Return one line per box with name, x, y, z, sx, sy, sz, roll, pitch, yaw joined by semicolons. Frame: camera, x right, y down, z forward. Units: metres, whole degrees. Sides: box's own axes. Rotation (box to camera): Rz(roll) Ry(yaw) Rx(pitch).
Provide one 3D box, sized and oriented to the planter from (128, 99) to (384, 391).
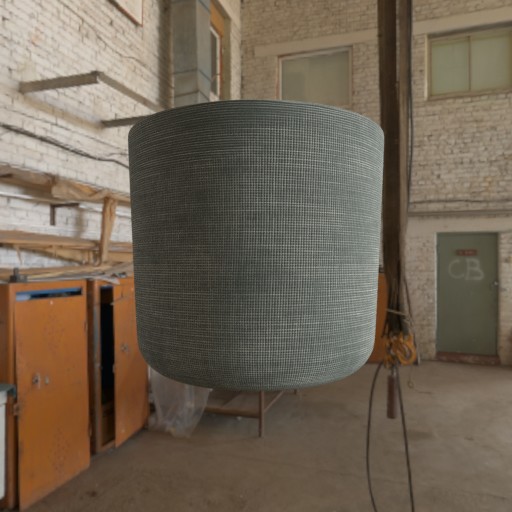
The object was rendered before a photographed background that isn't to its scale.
planter;0.000;0.000;0.789;0.440;0.398;0.440;0;-1;0
